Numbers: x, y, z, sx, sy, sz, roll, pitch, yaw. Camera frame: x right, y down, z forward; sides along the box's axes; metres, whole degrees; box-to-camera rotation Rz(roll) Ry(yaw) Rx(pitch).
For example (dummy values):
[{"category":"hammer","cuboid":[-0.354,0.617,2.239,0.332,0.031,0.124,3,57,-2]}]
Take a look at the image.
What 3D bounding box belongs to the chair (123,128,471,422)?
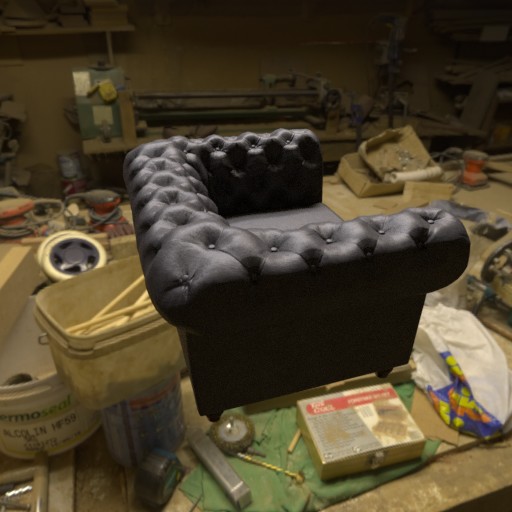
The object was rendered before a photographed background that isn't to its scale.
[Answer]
[{"category":"chair","cuboid":[0.000,0.000,1.839,0.943,0.780,1.298,-9,31,-15]}]
